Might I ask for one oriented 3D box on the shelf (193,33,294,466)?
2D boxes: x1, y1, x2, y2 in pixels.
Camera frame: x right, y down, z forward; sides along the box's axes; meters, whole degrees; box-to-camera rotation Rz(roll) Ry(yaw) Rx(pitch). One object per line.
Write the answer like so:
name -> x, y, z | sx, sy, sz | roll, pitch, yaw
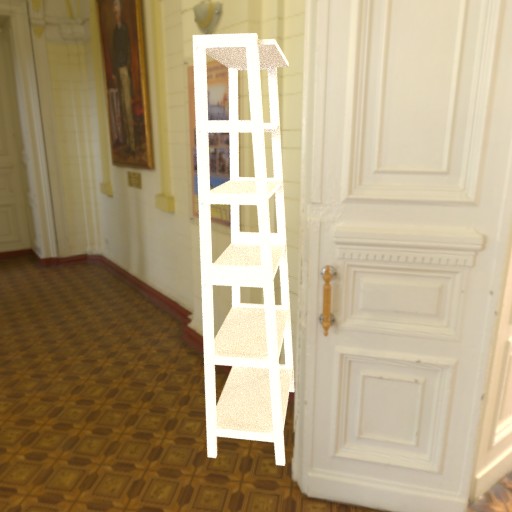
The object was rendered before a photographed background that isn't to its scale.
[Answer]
shelf -> 0.000, 0.000, 2.207 | 0.381, 1.892, 0.660 | 2, 16, 9
